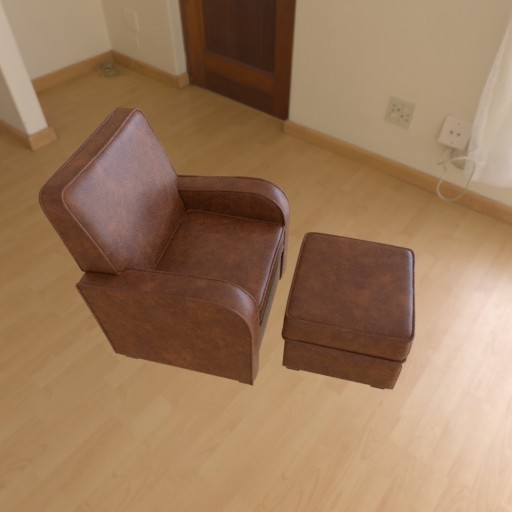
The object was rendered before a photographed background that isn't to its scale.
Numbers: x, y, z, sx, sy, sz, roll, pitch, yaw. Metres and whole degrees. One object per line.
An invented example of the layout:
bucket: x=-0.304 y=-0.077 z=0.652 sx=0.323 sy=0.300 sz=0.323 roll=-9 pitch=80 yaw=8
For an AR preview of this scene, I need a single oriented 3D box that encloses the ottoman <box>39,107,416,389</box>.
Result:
ottoman: x=0.000 y=0.000 z=1.828 sx=1.314 sy=0.904 sz=0.732 roll=10 pitch=47 yaw=10
